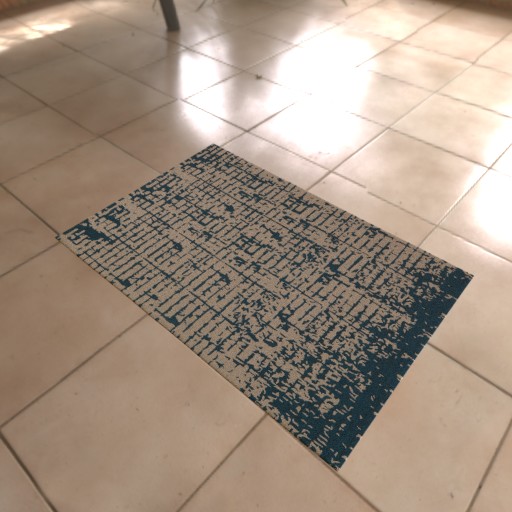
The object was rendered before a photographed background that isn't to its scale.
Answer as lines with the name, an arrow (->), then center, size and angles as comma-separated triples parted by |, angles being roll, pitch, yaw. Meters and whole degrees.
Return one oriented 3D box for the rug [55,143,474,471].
rug -> 0.000, 0.000, 2.308 | 1.828, 0.007, 1.220 | 32, 54, 27
